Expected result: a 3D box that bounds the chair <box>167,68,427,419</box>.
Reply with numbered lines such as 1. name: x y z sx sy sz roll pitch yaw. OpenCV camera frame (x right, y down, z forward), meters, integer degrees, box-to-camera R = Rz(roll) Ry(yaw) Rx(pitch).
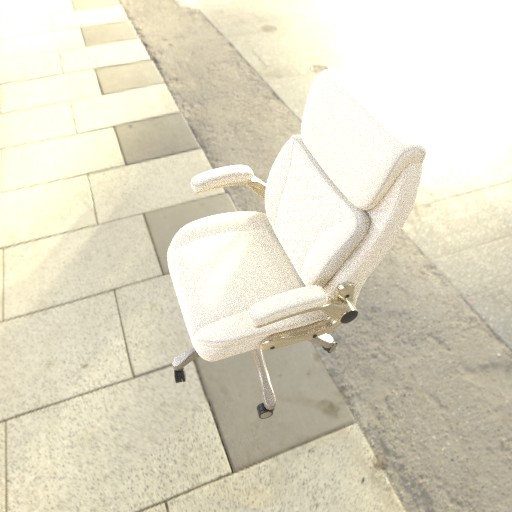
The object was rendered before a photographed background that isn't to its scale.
1. chair: 0.000 0.000 1.613 0.794 1.110 0.740 -18 49 -16
